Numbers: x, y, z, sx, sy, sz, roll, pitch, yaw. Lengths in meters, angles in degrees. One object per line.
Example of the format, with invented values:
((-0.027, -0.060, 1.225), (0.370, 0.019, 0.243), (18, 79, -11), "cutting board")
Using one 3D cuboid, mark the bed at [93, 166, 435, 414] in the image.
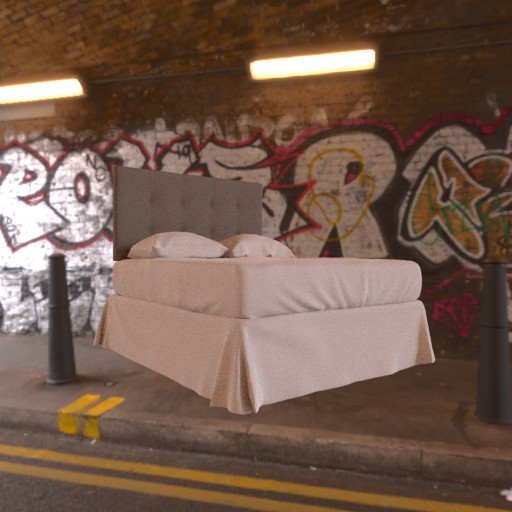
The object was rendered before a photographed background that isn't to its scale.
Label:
((0.000, 0.000, 3.571), (1.936, 1.577, 2.222), (0, 0, -37), "bed")
